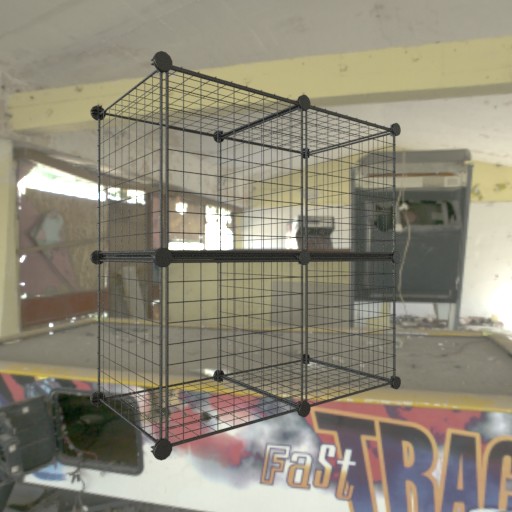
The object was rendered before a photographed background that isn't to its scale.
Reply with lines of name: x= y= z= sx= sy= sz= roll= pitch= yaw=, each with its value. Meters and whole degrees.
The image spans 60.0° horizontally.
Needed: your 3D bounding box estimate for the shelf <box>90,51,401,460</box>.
shelf: x=0.000 y=0.000 z=1.119 sx=0.711 sy=0.711 sz=0.356 roll=0 pitch=0 yaw=-37
